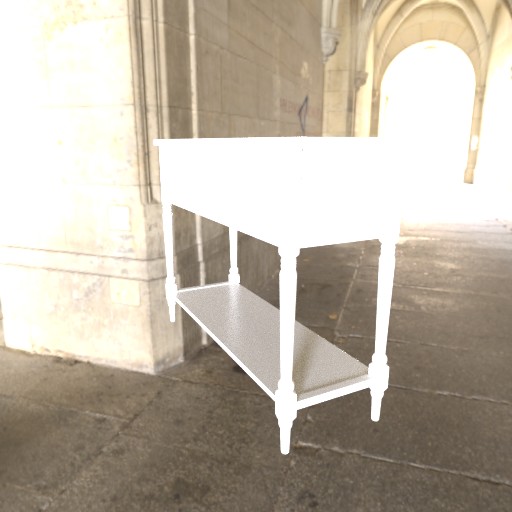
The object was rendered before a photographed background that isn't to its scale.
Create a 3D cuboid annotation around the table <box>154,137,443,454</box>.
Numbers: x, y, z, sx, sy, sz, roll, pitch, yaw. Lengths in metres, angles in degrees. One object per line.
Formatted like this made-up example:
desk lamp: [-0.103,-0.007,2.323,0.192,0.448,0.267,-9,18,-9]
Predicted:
table: [0.000,0.000,1.583,0.384,0.808,1.197,-7,16,-26]
